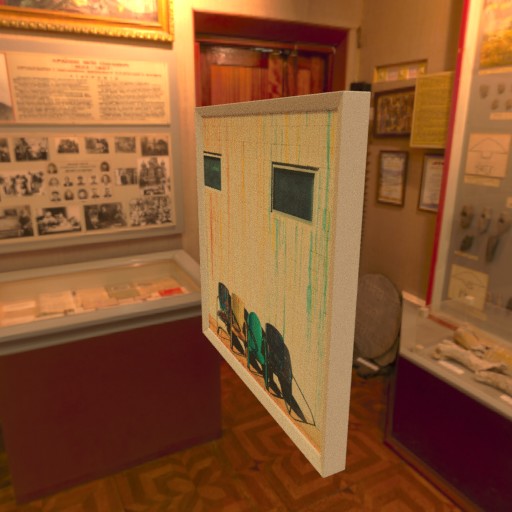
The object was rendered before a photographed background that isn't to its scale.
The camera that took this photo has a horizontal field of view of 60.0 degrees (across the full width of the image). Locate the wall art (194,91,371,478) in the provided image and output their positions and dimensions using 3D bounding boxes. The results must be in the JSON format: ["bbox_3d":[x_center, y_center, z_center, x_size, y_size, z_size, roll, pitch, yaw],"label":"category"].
[{"bbox_3d":[0.000,0.000,0.774,0.037,0.508,0.508,-8,18,-25],"label":"wall art"}]
